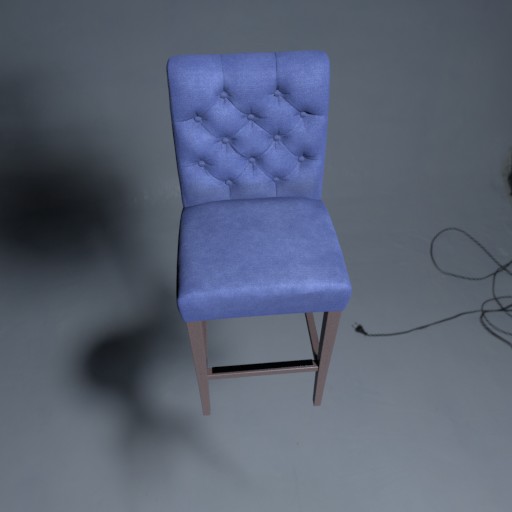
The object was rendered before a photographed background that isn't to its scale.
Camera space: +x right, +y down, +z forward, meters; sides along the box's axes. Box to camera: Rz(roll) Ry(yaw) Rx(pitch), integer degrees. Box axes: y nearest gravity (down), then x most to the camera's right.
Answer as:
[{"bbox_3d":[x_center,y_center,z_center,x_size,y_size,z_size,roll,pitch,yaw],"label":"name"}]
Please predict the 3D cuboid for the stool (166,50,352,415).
[{"bbox_3d":[0.000,0.000,1.495,0.493,1.140,0.601,-4,47,-4],"label":"stool"}]
